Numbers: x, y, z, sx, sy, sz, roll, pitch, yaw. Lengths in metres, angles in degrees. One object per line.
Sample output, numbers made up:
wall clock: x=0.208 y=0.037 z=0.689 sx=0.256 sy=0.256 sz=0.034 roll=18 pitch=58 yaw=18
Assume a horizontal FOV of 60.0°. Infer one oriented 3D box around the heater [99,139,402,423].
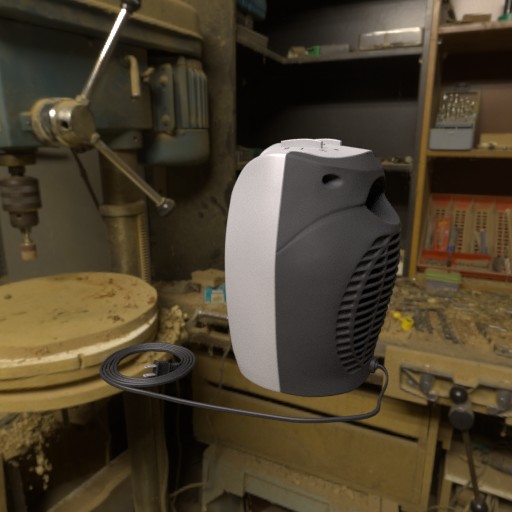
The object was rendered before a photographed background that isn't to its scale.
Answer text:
heater: x=0.000 y=0.000 z=0.469 sx=0.291 sy=0.240 sz=0.239 roll=7 pitch=17 yaw=26
